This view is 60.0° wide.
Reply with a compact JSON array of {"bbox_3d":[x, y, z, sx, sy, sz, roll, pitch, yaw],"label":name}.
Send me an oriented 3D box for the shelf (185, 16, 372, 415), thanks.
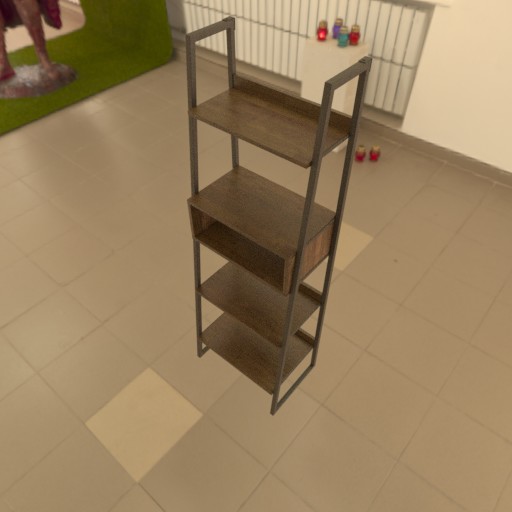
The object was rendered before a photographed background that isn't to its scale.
[{"bbox_3d":[0.000,0.000,2.243,0.652,2.005,0.454,31,53,27],"label":"shelf"}]
